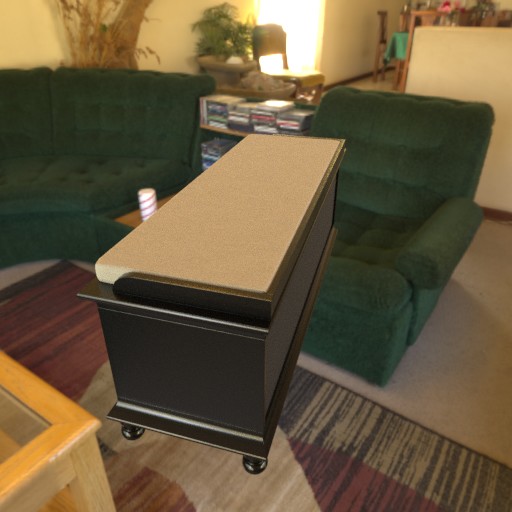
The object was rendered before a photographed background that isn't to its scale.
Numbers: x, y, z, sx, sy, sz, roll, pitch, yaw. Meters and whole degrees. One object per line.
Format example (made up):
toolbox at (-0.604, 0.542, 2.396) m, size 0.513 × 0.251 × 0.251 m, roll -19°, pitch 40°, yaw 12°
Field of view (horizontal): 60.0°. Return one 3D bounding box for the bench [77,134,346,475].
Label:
bench at (0.000, 0.000, 1.435) m, size 0.402 × 0.501 × 1.185 m, roll 8°, pitch 31°, yaw 14°
